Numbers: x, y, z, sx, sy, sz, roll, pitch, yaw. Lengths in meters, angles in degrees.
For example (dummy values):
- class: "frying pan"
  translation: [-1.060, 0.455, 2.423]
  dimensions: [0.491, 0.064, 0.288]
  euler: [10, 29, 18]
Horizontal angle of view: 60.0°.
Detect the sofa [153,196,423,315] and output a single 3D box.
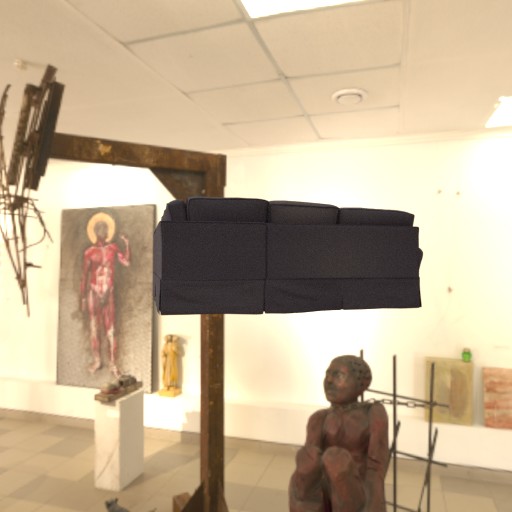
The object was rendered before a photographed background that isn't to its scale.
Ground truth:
- class: "sofa"
  translation: [0.000, 0.000, 5.321]
  dimensions: [3.773, 1.169, 2.874]
  euler: [0, -1, 17]
